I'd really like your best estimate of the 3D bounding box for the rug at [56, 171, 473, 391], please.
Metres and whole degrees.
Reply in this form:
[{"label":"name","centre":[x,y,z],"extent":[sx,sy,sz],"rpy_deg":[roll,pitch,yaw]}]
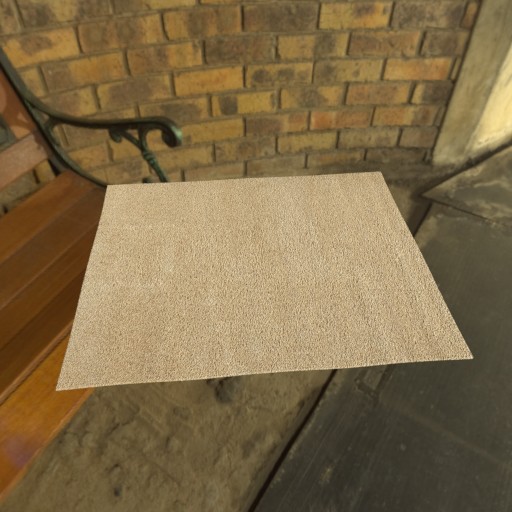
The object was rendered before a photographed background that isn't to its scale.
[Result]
[{"label":"rug","centre":[0.000,0.000,4.018],"extent":[3.000,0.025,2.400],"rpy_deg":[-3,45,-3]}]
